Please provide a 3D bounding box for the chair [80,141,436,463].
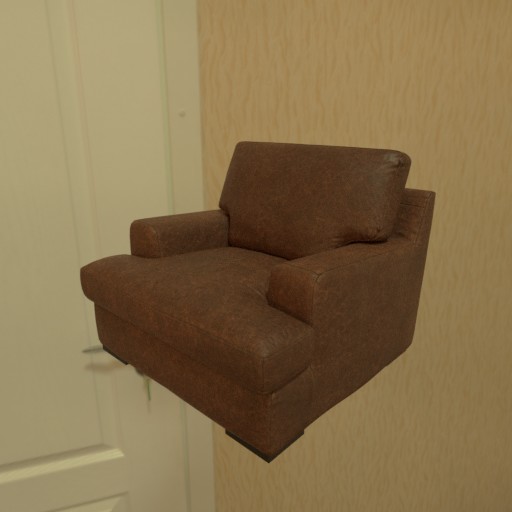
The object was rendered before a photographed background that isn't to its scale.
[{"bbox_3d":[0.000,0.000,1.986,1.168,0.939,1.143,16,24,41],"label":"chair"}]
